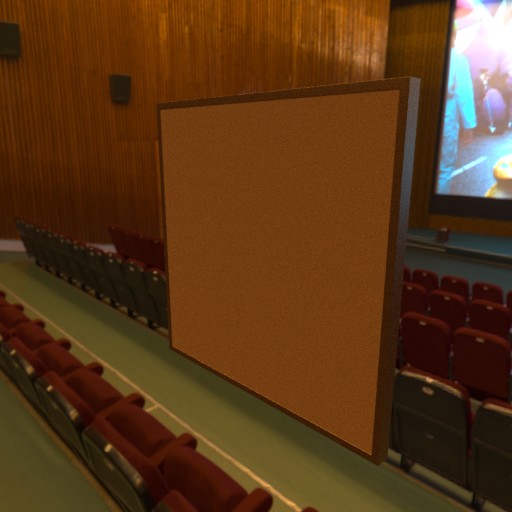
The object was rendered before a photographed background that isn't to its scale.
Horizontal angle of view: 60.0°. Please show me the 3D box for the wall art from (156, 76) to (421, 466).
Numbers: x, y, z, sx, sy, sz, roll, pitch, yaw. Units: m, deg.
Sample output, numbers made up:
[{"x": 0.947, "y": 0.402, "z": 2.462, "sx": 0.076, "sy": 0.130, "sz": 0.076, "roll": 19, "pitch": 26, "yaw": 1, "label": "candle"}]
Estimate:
[{"x": 0.000, "y": 0.000, "z": 1.104, "sx": 0.038, "sy": 0.762, "sz": 0.762, "roll": -14, "pitch": 20, "yaw": -43, "label": "wall art"}]
